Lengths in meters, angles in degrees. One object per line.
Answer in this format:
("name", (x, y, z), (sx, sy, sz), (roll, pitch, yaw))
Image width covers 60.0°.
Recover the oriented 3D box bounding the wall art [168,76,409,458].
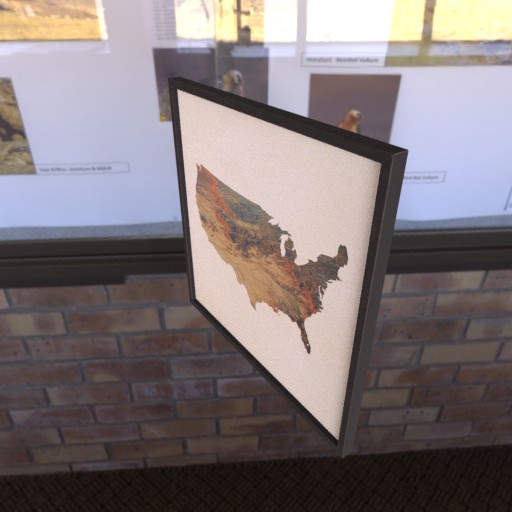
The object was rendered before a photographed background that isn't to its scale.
("wall art", (0.000, 0.000, 0.456), (0.015, 0.303, 0.304), (-21, 38, -30))
